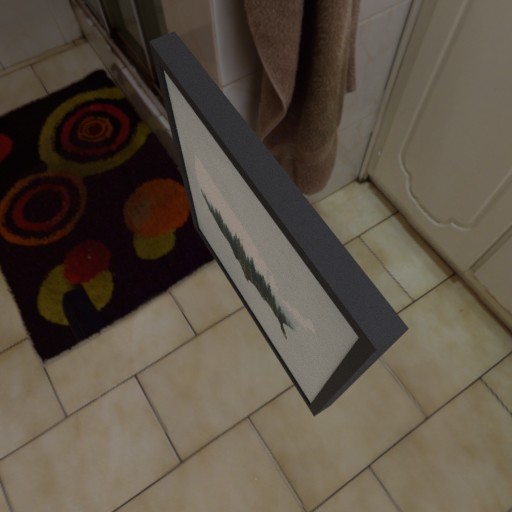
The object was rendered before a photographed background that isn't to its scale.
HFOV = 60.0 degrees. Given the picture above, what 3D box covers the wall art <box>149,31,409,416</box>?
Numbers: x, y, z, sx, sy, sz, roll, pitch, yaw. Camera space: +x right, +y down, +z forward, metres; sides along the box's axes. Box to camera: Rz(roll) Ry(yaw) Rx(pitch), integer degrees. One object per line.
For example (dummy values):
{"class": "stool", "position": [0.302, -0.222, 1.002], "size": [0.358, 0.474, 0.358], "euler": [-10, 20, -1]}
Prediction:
{"class": "wall art", "position": [0.000, 0.000, 0.752], "size": [0.040, 0.509, 0.509], "euler": [-28, 67, -13]}
